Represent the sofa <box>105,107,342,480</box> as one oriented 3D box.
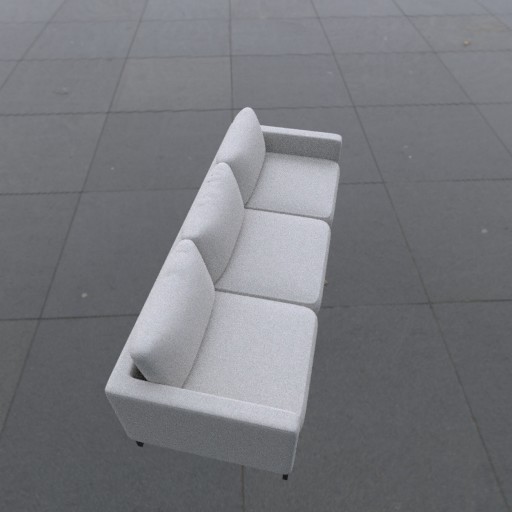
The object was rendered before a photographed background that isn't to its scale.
[{"bbox_3d":[0.000,0.000,2.706,0.859,0.874,2.218,9,48,8],"label":"sofa"}]
